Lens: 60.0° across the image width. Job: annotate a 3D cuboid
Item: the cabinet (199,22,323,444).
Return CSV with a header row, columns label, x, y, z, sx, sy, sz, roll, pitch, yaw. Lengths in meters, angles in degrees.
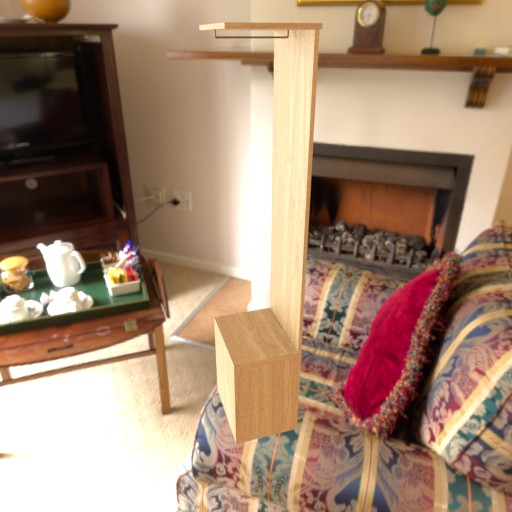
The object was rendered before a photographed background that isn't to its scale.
label,x,y,z,sx,sy,sz,roll,pitch,yaw
cabinet,0.000,0.000,2.027,0.338,1.879,0.411,-8,27,-16
